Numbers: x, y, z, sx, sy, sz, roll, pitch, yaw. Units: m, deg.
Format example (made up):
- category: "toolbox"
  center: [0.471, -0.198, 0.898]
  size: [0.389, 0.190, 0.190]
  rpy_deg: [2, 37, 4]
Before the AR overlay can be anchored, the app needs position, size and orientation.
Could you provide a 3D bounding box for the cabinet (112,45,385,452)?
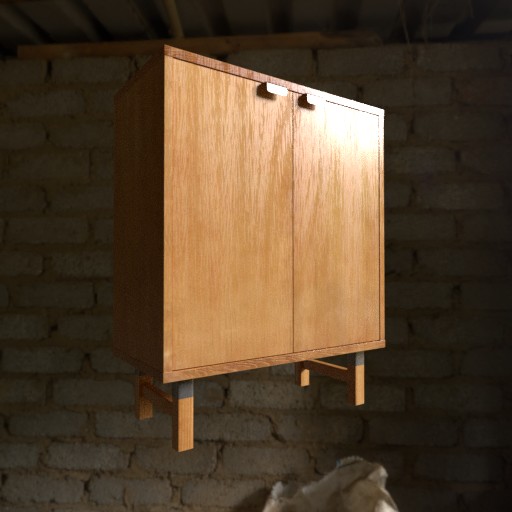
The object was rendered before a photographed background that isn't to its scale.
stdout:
- category: "cabinet"
  center: [0.000, 0.000, 1.438]
  size: [0.800, 1.001, 0.419]
  rpy_deg: [1, -1, -35]
